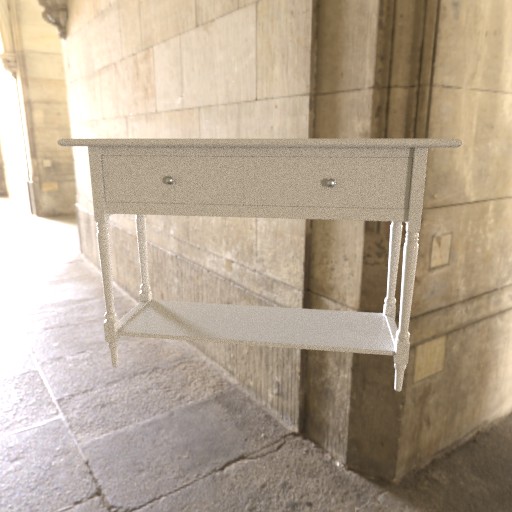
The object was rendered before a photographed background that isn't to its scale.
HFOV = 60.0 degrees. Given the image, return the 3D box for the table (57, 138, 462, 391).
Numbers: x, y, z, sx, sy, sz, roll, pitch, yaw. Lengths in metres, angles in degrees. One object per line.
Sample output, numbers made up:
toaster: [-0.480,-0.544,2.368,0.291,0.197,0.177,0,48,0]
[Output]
table: [0.000,0.000,1.579,1.197,0.808,0.384,2,15,9]
